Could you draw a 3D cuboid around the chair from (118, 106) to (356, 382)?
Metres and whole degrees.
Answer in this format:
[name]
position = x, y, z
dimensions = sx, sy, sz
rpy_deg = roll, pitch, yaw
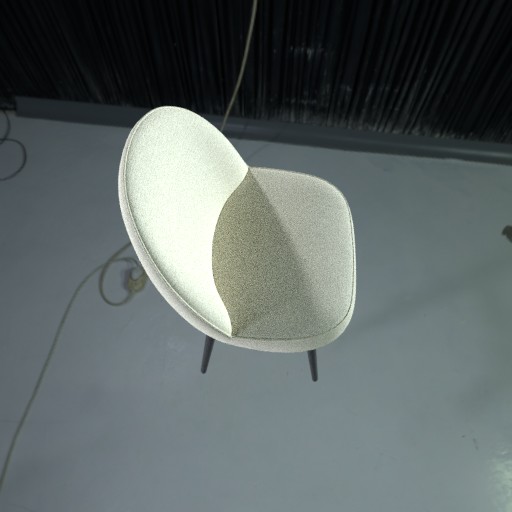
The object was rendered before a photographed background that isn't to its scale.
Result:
[chair]
position = 0.000, 0.000, 1.220
dimensions = 0.540, 0.838, 0.532
rpy_deg = 4, 63, 2
